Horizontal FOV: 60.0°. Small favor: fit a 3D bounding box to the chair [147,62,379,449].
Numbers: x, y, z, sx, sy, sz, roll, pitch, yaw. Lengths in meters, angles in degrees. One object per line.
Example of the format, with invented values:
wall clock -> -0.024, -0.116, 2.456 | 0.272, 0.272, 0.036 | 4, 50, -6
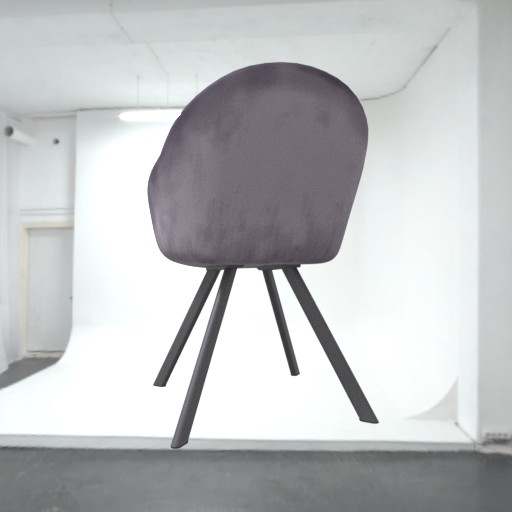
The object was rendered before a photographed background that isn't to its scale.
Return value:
chair -> 0.000, 0.000, 1.179 | 0.550, 0.795, 0.590 | 0, -1, -17
